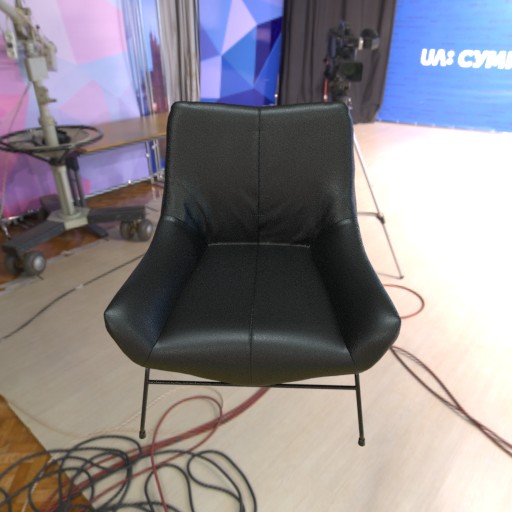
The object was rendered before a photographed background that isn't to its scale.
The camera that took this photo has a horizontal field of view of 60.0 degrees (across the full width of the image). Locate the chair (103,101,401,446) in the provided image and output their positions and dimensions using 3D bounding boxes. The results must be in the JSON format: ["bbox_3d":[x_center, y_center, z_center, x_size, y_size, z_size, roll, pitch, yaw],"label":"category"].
[{"bbox_3d":[0.000,0.000,1.565,0.836,0.922,0.826,1,30,2],"label":"chair"}]
